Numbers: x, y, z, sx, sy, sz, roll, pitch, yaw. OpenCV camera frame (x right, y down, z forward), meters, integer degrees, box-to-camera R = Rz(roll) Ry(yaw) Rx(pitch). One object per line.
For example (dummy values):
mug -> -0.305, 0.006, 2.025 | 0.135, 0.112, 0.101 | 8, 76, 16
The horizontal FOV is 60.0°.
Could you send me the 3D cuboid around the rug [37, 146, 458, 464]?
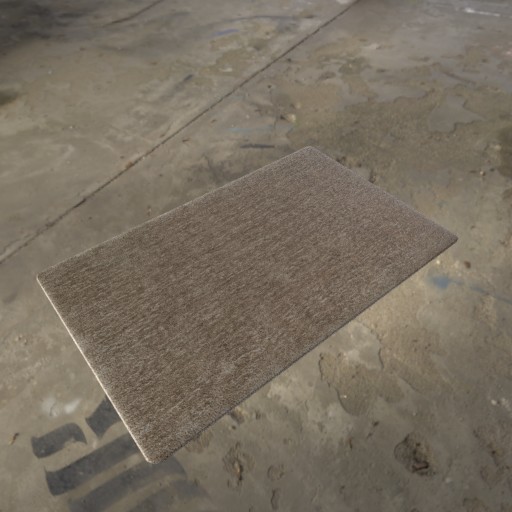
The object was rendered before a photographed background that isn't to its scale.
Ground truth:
rug -> 0.000, 0.000, 3.005 | 2.469, 0.024, 1.539 | -30, 53, -26
